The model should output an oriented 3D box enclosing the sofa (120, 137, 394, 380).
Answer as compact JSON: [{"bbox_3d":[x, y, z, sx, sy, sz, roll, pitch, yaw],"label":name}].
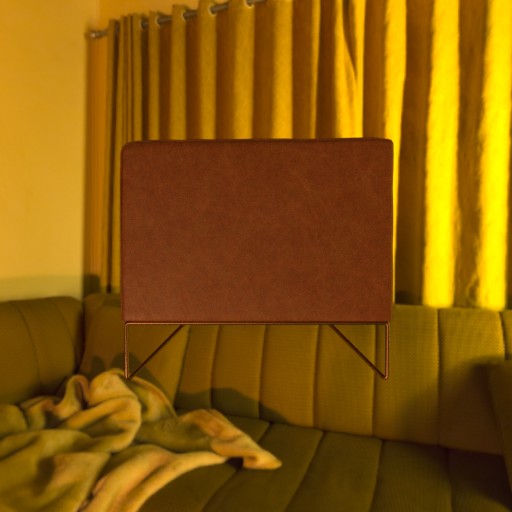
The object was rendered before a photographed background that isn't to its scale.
[{"bbox_3d":[0.000,0.000,2.470,0.912,0.798,2.079,0,1,0],"label":"sofa"}]
